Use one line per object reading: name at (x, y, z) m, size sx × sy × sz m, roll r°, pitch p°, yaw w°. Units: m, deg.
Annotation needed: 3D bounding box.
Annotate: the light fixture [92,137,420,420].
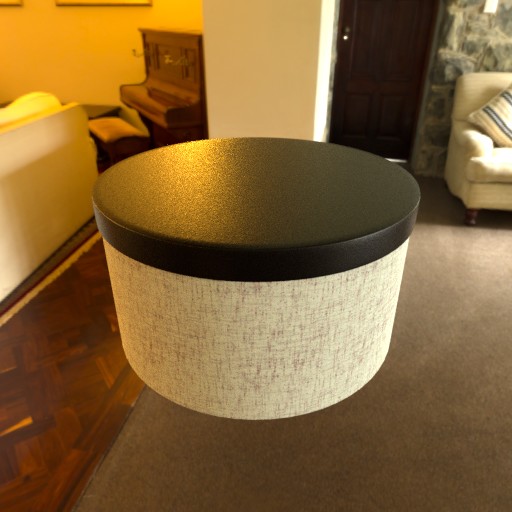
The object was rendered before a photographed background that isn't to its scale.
light fixture at (0.000, 0.000, 0.606) m, size 0.389 × 0.229 × 0.389 m, roll 0°, pitch 29°, yaw 0°
